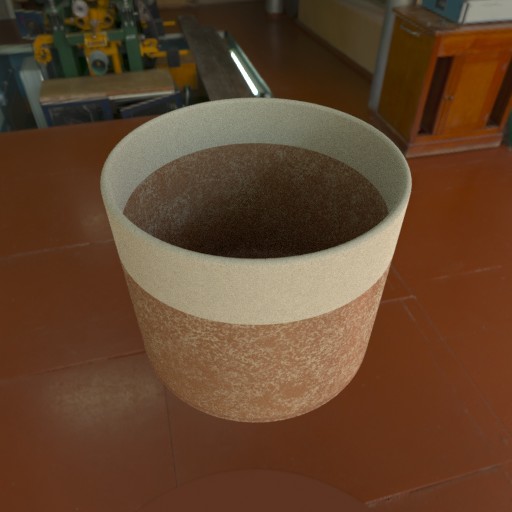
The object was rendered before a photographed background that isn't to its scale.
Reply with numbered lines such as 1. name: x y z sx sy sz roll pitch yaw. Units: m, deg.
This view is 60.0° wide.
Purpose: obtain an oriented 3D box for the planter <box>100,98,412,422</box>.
1. planter: 0.000 0.000 0.278 0.159 0.138 0.159 0 43 0
